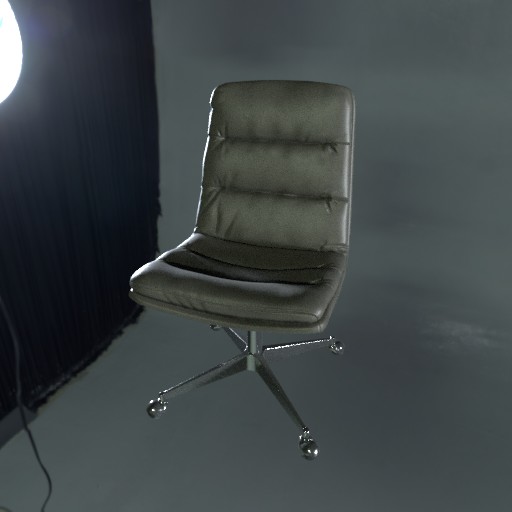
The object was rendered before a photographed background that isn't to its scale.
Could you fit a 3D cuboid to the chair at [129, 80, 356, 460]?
[{"bbox_3d":[0.000,0.000,1.034,0.422,0.738,0.485,8,27,16],"label":"chair"}]
